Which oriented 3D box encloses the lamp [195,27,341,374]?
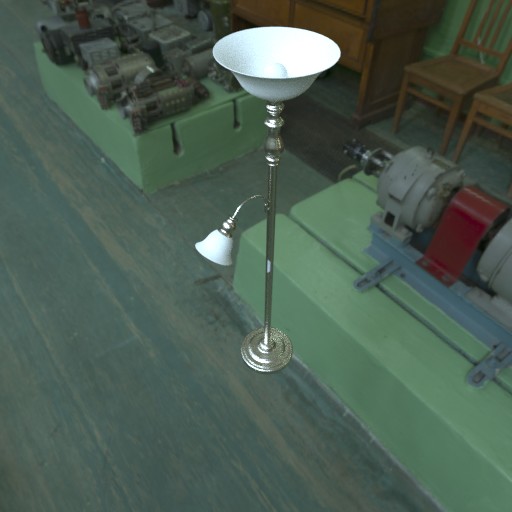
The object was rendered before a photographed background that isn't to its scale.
[{"bbox_3d":[0.000,0.000,2.019,0.575,1.785,0.405,-31,53,-26],"label":"lamp"}]
